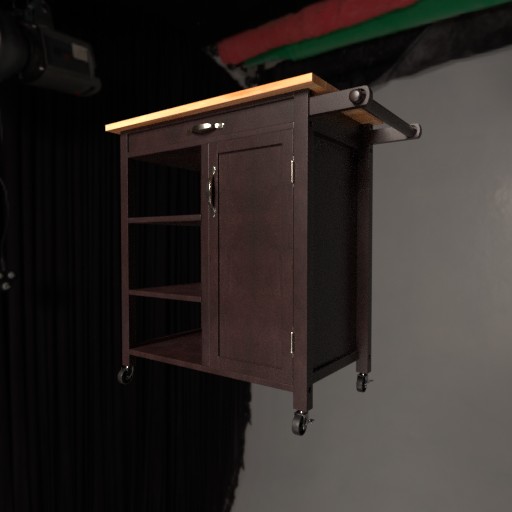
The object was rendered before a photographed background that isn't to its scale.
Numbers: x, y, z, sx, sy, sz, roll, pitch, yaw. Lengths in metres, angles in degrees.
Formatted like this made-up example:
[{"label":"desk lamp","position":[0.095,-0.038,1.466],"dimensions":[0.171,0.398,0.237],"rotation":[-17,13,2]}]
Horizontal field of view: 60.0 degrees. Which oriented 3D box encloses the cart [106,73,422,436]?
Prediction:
[{"label":"cart","position":[0.000,0.000,1.432],"dimensions":[0.914,0.878,0.472],"rotation":[1,2,36]}]
